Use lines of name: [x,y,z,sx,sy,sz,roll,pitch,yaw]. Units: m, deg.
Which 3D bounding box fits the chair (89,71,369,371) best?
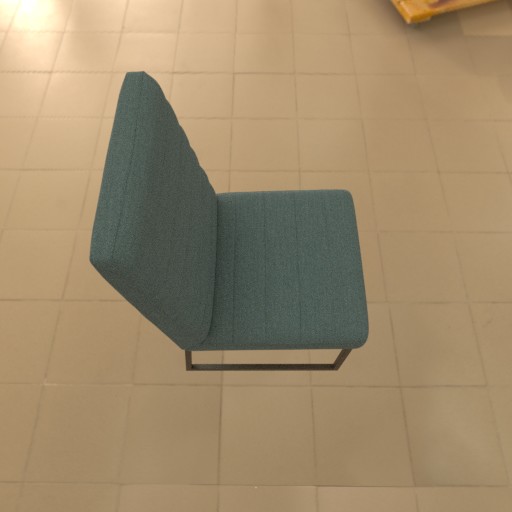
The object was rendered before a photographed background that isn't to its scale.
chair: [0.000,0.000,1.319,0.634,0.930,0.520,0,62,0]
